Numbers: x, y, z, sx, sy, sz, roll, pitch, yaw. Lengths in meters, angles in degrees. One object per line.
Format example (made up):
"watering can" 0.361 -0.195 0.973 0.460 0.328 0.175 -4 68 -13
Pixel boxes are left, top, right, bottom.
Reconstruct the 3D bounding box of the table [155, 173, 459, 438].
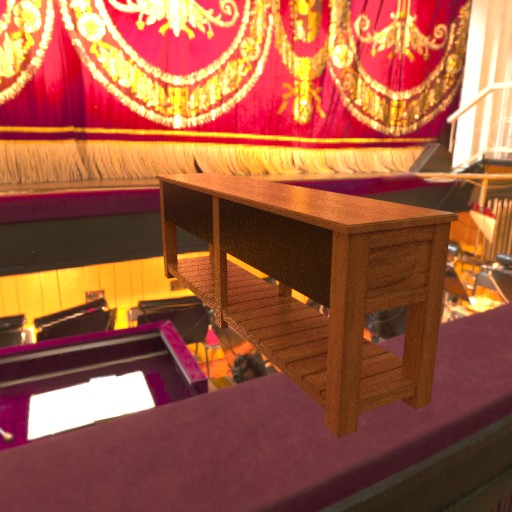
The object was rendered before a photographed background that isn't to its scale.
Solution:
"table" 0.000 0.000 2.066 0.425 0.635 1.815 -8 17 -26
